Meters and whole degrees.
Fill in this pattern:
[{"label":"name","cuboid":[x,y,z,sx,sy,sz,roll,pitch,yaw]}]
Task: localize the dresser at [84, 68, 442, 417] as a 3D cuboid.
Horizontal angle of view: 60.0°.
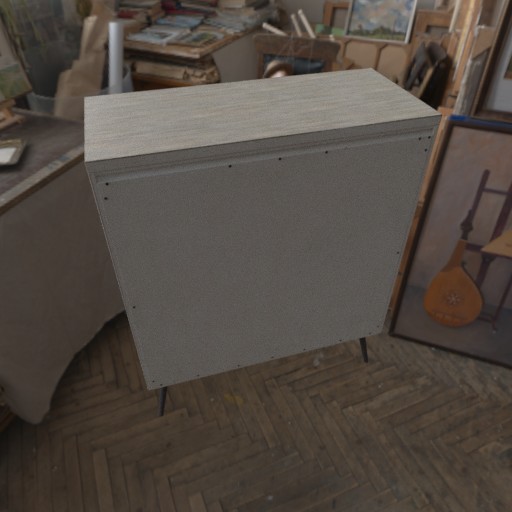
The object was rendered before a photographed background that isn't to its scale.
[{"label":"dresser","cuboid":[0.000,0.000,1.758,1.016,1.219,0.457,-11,42,-13]}]
